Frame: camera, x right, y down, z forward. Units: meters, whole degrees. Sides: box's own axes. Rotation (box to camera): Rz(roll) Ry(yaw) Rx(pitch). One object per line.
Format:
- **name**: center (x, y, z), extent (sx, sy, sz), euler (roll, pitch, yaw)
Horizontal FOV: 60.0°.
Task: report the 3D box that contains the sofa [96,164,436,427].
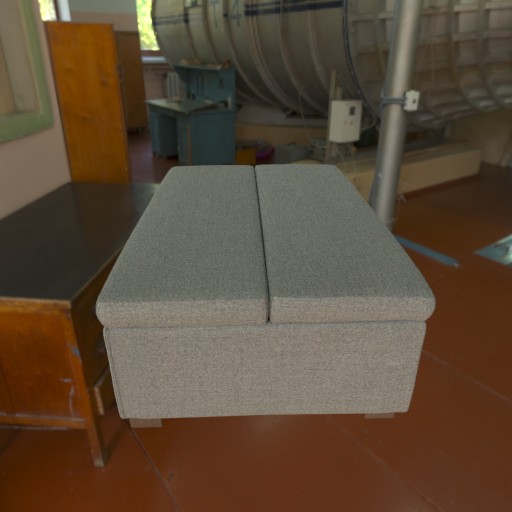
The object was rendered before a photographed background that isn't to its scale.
- **sofa**: center (0.000, 0.000, 1.642), extent (0.817, 0.434, 1.250), euler (-1, 25, -2)
